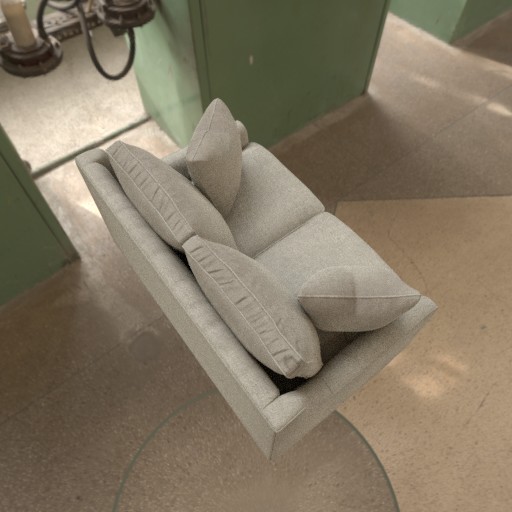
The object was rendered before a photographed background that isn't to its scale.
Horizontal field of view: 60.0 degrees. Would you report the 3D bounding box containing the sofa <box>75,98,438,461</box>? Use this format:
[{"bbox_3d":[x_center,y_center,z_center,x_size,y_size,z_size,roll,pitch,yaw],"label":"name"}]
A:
[{"bbox_3d":[0.000,0.000,2.041,0.915,0.863,1.422,-33,64,-19],"label":"sofa"}]
